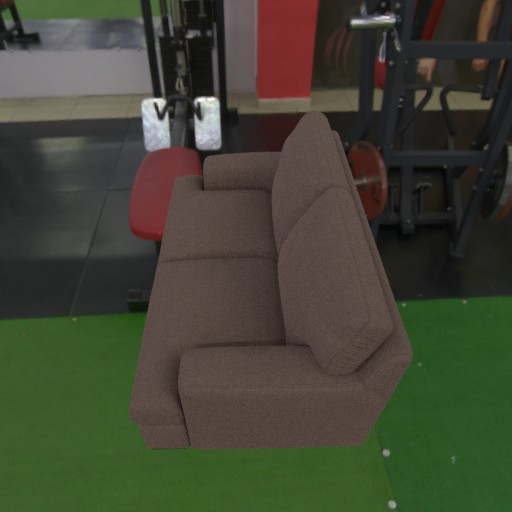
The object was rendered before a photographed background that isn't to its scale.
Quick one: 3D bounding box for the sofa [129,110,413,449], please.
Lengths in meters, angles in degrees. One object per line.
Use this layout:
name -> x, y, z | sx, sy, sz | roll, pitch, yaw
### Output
sofa -> 0.000, 0.000, 2.483 | 1.140, 0.950, 1.869 | -1, 43, -1
